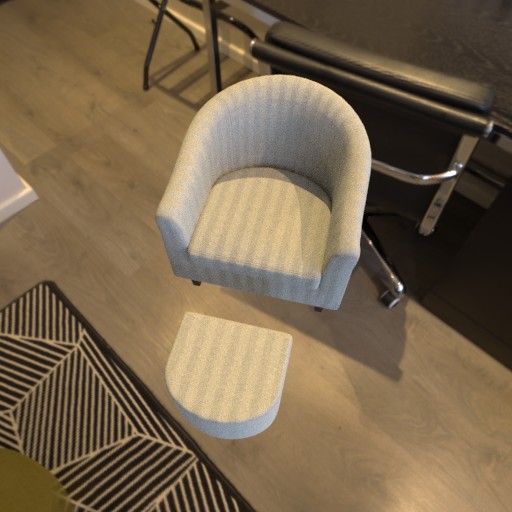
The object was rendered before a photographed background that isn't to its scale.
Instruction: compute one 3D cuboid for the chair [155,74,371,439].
[{"bbox_3d":[0.000,0.000,1.757,0.756,0.757,1.288,11,58,7],"label":"chair"}]
